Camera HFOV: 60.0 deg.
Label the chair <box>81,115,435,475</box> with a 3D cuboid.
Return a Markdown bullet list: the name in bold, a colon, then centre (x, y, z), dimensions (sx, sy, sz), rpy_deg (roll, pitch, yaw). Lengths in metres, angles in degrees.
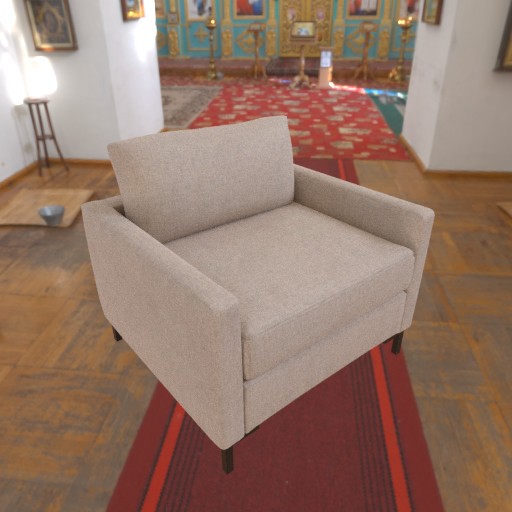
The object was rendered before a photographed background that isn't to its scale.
- **chair**: centre (0.000, 0.000, 1.641), dimensions (0.963, 0.861, 0.866), rpy_deg (-21, 35, -34)
